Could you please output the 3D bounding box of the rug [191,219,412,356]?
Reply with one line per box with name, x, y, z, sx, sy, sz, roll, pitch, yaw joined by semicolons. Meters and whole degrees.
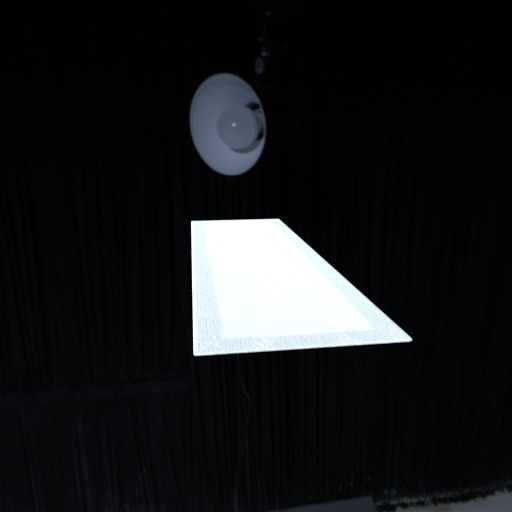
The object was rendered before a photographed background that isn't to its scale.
rug;0.000;0.000;2.654;0.759;0.012;2.430;-2;15;-8
